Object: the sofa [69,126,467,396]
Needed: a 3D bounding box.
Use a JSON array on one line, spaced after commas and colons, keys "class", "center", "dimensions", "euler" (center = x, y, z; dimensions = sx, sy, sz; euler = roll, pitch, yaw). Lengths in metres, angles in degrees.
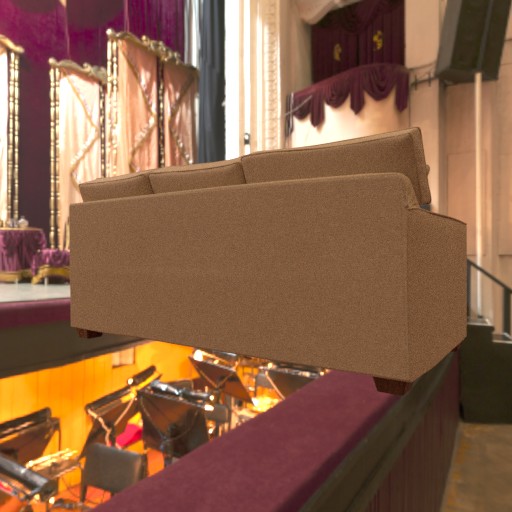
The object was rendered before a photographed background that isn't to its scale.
[{"class": "sofa", "center": [0.000, 0.000, 2.420], "dimensions": [1.962, 0.946, 1.034], "euler": [0, 0, 35]}]
